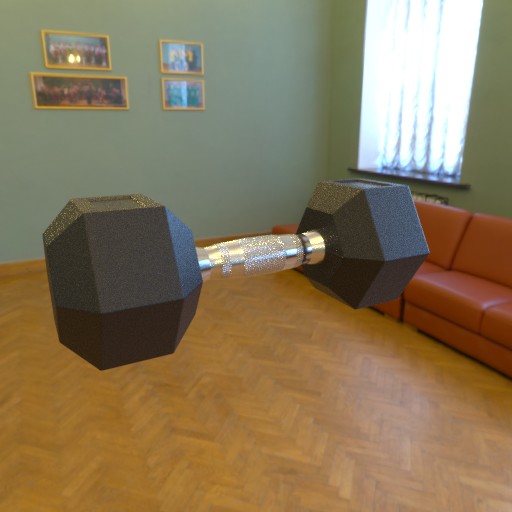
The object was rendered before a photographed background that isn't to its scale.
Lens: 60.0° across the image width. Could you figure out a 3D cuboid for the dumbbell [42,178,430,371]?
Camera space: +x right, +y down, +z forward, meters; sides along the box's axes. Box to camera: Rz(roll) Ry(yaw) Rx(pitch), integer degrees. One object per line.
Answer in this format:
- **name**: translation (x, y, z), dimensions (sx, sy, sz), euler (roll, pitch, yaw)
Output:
- **dumbbell**: translation (0.000, 0.000, 0.420), dimensions (0.356, 0.123, 0.141), euler (-9, 19, -27)
